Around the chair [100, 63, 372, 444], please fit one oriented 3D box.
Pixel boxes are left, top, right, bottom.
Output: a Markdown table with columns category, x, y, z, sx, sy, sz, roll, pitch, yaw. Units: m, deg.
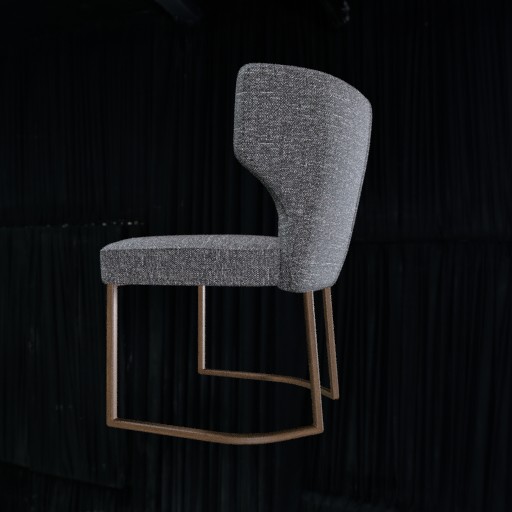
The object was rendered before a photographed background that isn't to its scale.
| category | x | y | z | sx | sy | sz | roll | pitch | yaw |
| --- | --- | --- | --- | --- | --- | --- | --- | --- | --- |
| chair | 0.000 | 0.000 | 1.220 | 0.617 | 0.824 | 0.611 | 0 | 0 | 19 |
